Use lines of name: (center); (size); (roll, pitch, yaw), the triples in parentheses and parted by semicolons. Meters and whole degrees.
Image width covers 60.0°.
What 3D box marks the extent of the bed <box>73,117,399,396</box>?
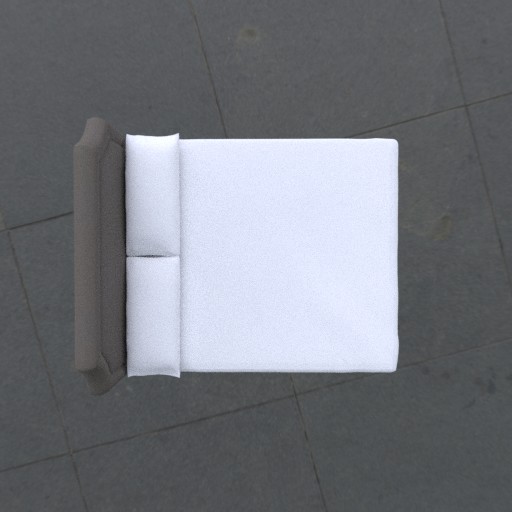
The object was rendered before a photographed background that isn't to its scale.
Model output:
bed: (0.000, 0.000, 3.828); (2.536, 1.561, 2.194); (0, 91, 1)
